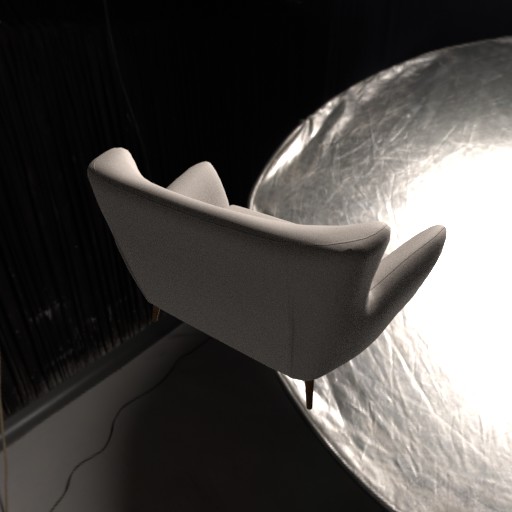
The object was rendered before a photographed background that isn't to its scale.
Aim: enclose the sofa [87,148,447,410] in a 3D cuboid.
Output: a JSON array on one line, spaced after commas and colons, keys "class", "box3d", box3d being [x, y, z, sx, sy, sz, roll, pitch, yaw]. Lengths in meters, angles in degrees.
[{"class": "sofa", "box3d": [0.000, 0.000, 2.034, 1.424, 0.878, 0.921, 21, 37, 31]}]
